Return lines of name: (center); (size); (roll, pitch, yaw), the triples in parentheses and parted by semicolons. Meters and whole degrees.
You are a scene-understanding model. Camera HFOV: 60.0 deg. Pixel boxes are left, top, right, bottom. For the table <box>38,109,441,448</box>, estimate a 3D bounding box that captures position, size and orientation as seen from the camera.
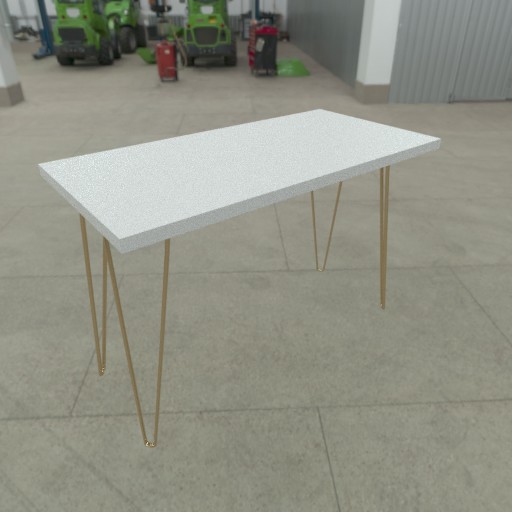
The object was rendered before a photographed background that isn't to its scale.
table: (0.000, 0.000, 1.363); (0.991, 0.660, 0.498); (-22, 37, -32)
